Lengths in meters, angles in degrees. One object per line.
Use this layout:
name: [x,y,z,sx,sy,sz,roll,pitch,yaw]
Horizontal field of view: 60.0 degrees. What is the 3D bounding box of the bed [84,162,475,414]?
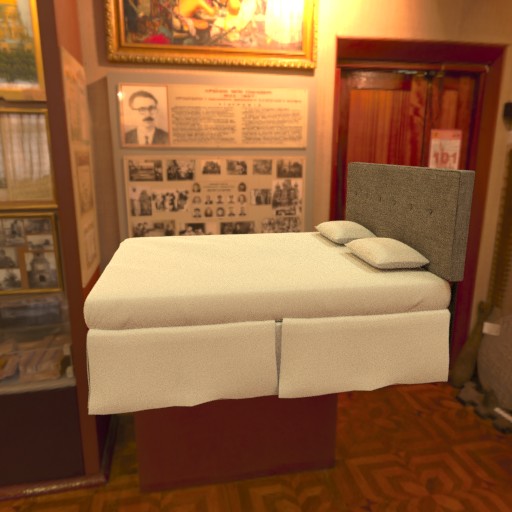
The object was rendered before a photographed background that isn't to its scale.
bed: [0.000,0.000,2.946,1.958,1.168,1.621,-2,14,-9]
